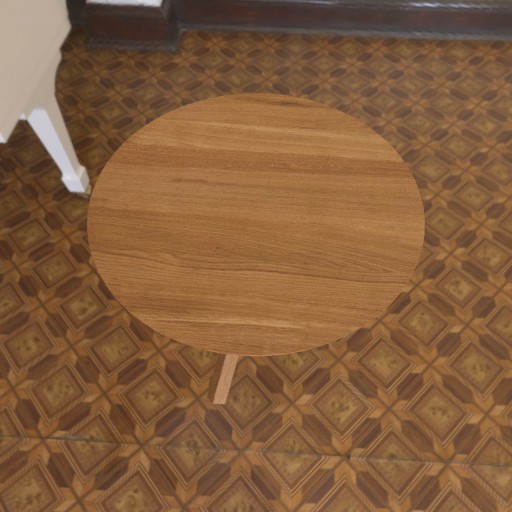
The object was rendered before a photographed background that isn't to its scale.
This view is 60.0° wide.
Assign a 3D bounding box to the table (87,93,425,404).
[{"bbox_3d":[0.000,0.000,1.667,1.038,0.666,1.038,0,56,0],"label":"table"}]
